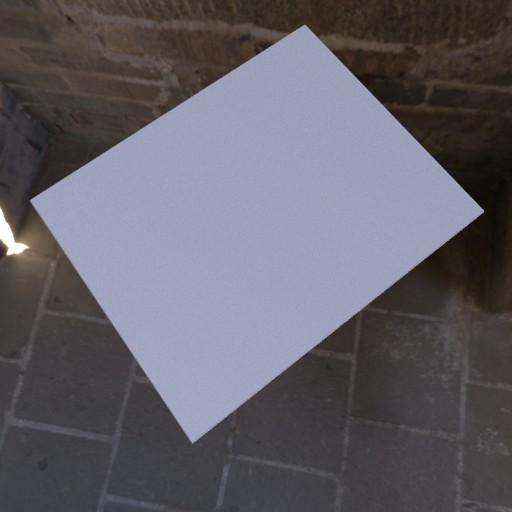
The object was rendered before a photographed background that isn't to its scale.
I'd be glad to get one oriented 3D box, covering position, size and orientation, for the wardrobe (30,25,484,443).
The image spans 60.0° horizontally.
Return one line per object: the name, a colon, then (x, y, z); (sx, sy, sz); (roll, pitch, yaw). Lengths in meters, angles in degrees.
wardrobe: (0.000, 0.000, 0.873); (0.500, 0.520, 0.400); (-36, 77, -9)
